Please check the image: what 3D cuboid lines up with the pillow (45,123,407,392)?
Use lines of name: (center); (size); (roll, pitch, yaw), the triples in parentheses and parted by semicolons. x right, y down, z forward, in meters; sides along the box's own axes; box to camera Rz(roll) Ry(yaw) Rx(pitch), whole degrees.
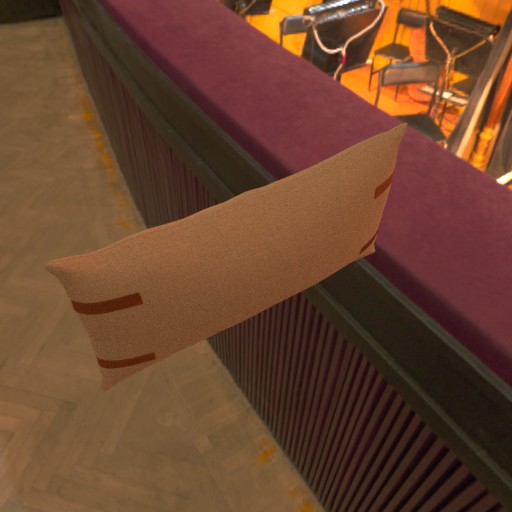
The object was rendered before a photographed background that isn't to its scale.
pillow: (0.000, 0.000, 0.742); (0.612, 0.308, 0.148); (-25, 51, -22)
